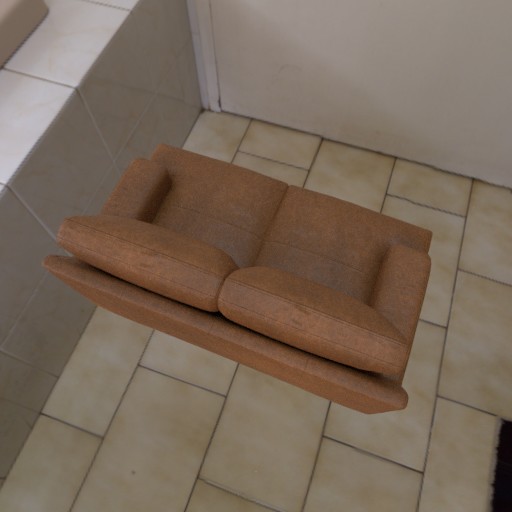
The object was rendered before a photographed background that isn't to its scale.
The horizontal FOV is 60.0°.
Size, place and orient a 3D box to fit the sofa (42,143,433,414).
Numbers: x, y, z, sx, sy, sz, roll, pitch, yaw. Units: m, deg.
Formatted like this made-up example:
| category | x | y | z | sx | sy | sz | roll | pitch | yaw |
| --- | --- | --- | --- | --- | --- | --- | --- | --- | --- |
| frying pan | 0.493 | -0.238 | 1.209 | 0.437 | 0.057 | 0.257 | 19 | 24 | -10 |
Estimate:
| category | x | y | z | sx | sy | sz | roll | pitch | yaw |
| --- | --- | --- | --- | --- | --- | --- | --- | --- | --- |
| sofa | 0.000 | 0.000 | 2.480 | 1.880 | 0.966 | 1.144 | 20 | 66 | 9 |
